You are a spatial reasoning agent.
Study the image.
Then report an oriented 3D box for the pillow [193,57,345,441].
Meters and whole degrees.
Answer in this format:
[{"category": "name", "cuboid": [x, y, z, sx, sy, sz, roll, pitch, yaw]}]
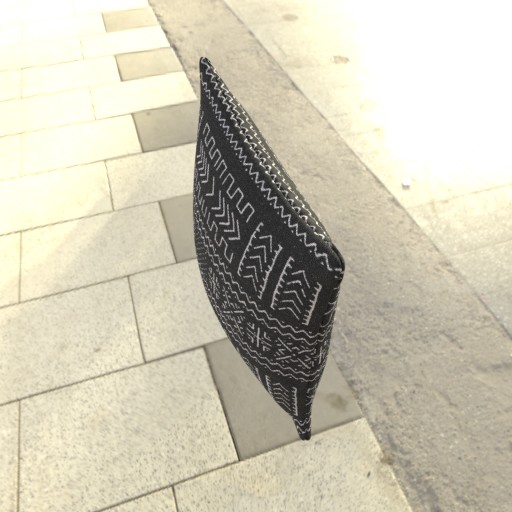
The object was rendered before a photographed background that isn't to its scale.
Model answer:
[{"category": "pillow", "cuboid": [0.000, 0.000, 0.673, 0.164, 0.430, 0.438, -16, 50, -14]}]
